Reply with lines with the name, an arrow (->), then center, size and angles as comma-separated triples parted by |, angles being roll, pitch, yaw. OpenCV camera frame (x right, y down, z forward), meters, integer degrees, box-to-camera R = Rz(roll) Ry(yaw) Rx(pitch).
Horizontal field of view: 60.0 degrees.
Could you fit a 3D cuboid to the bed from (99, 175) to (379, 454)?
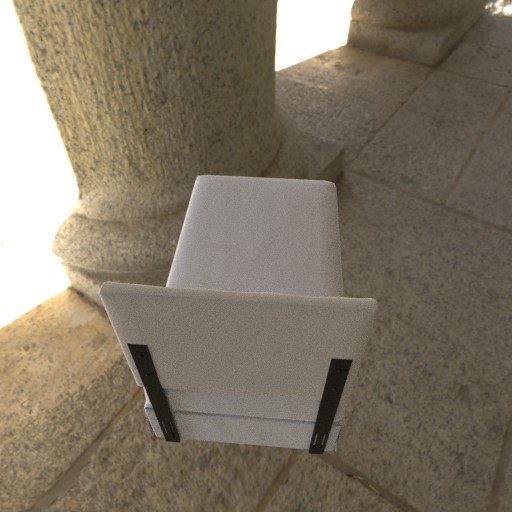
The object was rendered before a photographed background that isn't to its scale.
bed -> 0.000, 0.000, 2.999 | 1.261, 1.571, 1.997 | 3, 47, 3
